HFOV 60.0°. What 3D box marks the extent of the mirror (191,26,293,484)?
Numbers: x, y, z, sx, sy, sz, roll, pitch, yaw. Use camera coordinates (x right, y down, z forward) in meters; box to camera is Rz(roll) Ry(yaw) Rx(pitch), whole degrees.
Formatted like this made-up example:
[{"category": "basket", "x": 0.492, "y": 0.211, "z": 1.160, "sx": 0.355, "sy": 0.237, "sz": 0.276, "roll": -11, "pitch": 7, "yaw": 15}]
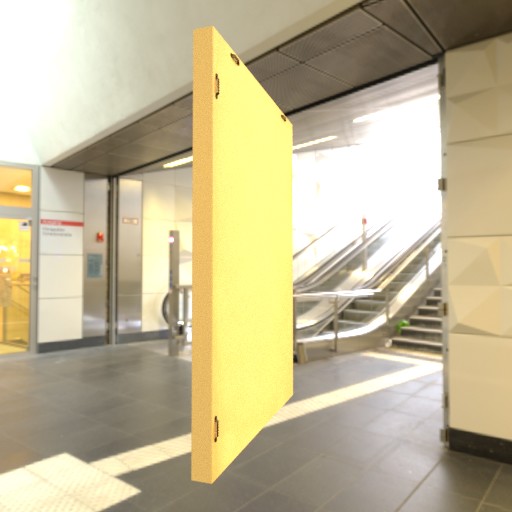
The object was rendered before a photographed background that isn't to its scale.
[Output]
[{"category": "mirror", "x": 0.000, "y": 0.000, "z": 0.931, "sx": 0.040, "sy": 0.710, "sz": 0.507, "roll": -1, "pitch": -2, "yaw": 19}]
